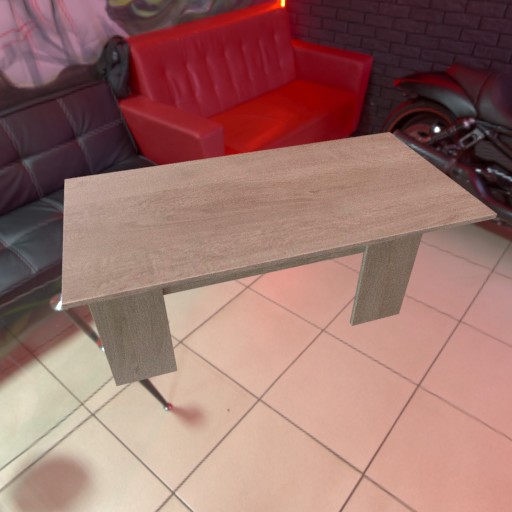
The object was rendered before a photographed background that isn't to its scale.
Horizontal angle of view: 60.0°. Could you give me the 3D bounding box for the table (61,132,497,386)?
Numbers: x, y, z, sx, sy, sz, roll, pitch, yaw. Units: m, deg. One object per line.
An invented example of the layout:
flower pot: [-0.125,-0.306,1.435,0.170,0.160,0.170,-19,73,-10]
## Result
table: [0.000,0.000,1.397,1.000,0.570,0.711,-12,41,-14]
